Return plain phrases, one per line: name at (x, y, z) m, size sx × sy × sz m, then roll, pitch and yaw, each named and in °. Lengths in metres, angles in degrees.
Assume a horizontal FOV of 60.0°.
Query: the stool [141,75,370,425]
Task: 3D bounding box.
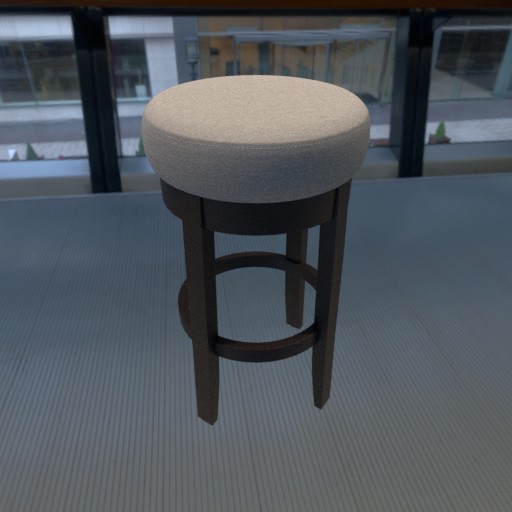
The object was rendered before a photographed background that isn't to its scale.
stool at (0.000, 0.000, 1.048) m, size 0.443 × 0.757 × 0.443 m, roll 0°, pitch 34°, yaw 0°
